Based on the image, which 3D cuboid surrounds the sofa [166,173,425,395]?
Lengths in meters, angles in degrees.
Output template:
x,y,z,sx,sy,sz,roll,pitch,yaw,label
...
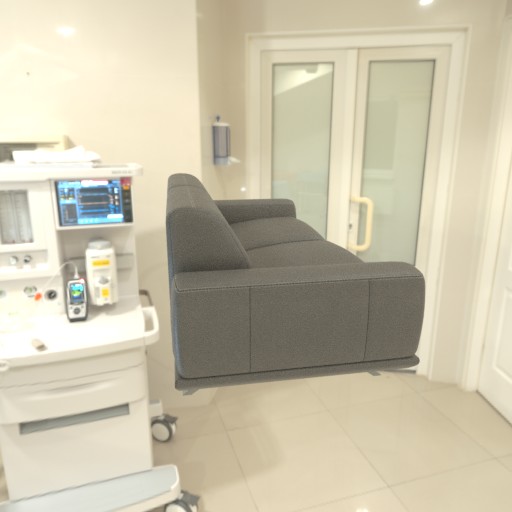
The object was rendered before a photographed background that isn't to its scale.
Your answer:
x,y,z,sx,sy,sz,roll,pitch,yaw,label
0.000,0.000,2.369,0.900,0.772,1.901,-3,16,-10,sofa
